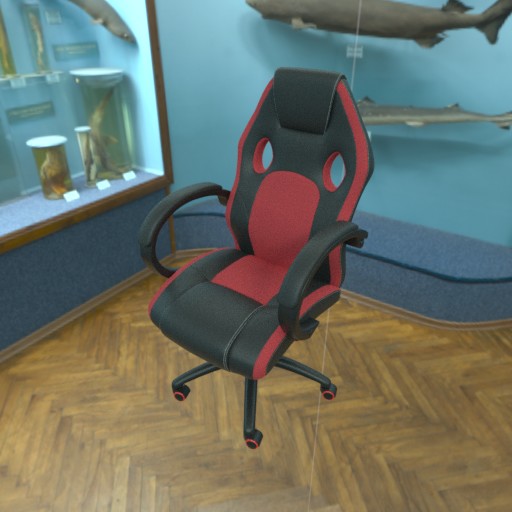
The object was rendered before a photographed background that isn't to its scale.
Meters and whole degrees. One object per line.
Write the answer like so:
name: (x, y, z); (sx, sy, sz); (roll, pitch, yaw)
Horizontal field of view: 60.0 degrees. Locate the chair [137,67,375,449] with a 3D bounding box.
chair: (0.000, 0.000, 1.596); (0.673, 1.187, 0.724); (20, 36, 31)
